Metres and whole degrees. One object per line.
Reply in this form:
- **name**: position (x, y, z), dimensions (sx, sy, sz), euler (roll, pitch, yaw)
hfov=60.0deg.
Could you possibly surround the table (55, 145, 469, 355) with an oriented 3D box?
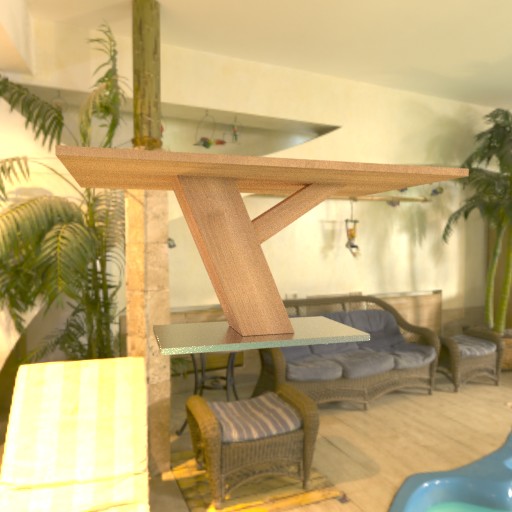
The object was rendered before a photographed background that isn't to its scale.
- **table**: position (0.000, 0.000, 2.080), dimensions (1.600, 0.750, 0.900), euler (-1, 2, -17)
